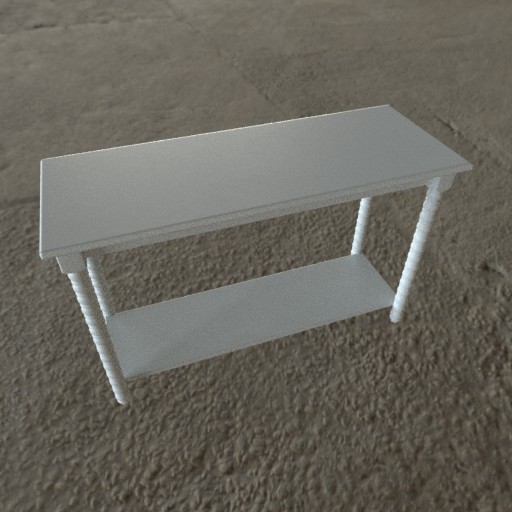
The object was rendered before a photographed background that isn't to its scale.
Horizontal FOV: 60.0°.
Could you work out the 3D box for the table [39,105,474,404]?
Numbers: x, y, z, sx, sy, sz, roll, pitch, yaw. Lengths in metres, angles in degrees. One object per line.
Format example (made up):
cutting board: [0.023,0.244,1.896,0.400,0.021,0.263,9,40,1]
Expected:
table: [0.000,0.000,1.533,1.184,0.740,0.459,-13,43,-14]
